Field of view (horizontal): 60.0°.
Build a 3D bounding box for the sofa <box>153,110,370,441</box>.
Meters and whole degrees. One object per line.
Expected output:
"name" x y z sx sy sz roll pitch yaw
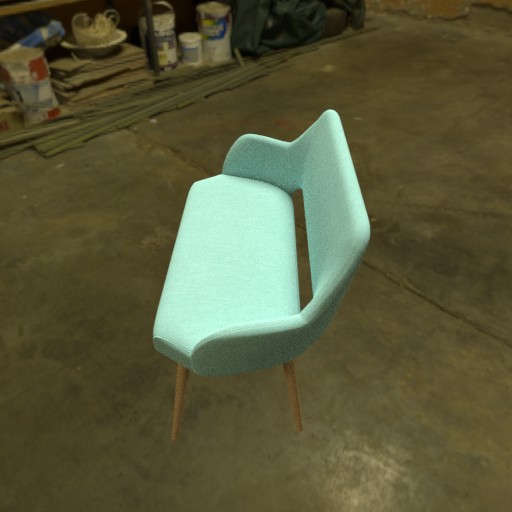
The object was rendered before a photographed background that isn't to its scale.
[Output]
"sofa" 0.000 0.000 1.672 0.610 0.840 1.150 1 40 1
